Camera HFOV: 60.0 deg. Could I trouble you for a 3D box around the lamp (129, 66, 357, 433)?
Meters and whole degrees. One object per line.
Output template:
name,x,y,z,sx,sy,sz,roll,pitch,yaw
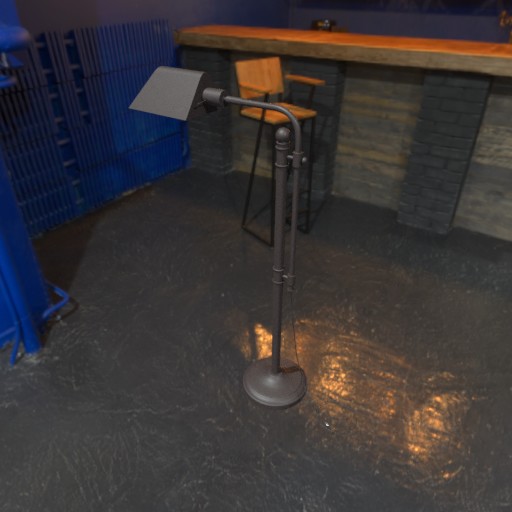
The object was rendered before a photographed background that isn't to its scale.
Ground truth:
lamp,0.000,0.000,0.942,0.545,0.708,0.159,21,38,30
